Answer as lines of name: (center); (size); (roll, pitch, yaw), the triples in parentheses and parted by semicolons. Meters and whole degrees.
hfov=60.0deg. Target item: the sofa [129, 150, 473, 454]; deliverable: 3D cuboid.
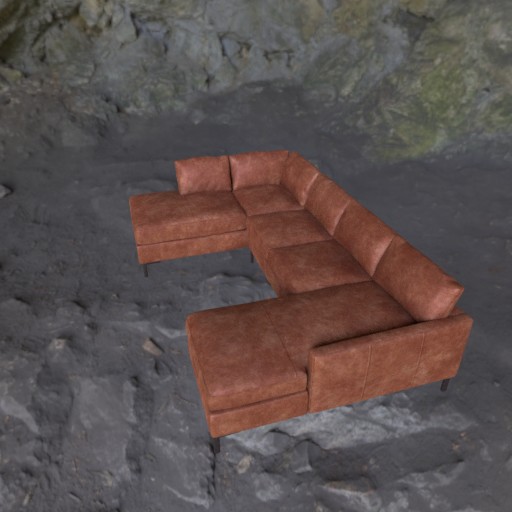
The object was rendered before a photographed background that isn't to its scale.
sofa: (0.000, 0.000, 3.804); (1.939, 0.900, 2.956); (-9, 32, -15)
